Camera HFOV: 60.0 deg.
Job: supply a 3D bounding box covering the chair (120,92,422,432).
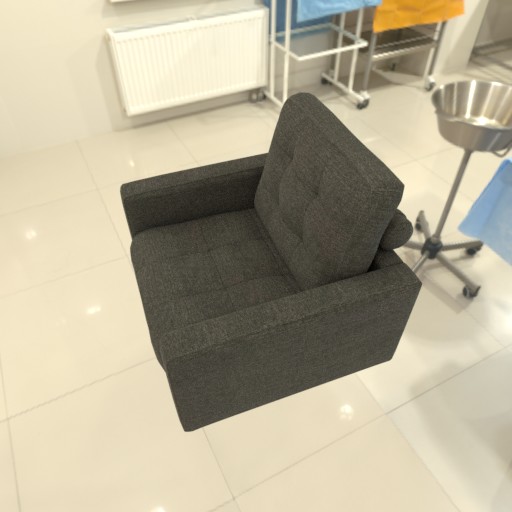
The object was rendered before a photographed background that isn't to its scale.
[{"bbox_3d":[0.000,0.000,1.577,0.843,0.880,0.821,-15,47,-14],"label":"chair"}]
